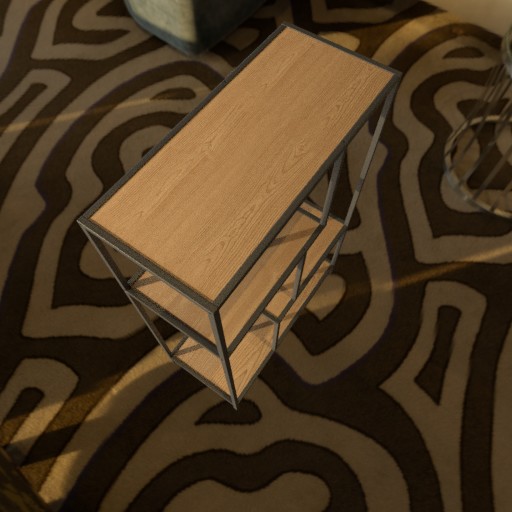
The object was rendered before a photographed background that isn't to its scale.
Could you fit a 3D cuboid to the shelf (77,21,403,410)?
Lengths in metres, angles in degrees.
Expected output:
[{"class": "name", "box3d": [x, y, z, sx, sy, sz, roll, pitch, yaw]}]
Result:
[{"class": "shelf", "box3d": [0.000, 0.000, 1.503, 0.350, 1.138, 0.770, 32, 67, 15]}]
